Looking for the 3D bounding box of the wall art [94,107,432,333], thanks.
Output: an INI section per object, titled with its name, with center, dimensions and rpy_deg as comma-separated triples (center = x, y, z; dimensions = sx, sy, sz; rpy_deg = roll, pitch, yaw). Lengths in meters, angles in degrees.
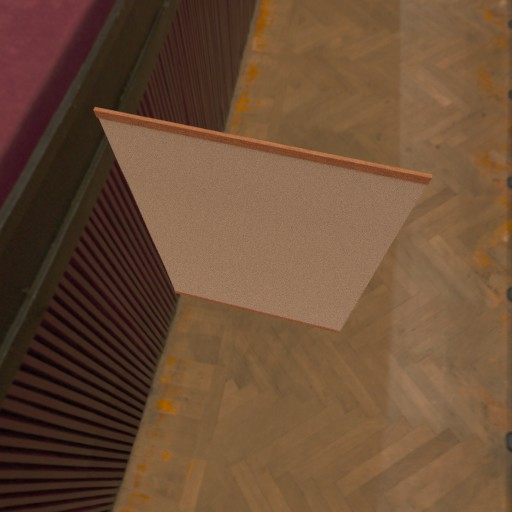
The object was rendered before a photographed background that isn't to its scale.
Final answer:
[wall art]
center = 0.000, 0.000, 1.977
dimensions = 1.019, 1.527, 0.019
rpy_deg = 13, 65, 6
